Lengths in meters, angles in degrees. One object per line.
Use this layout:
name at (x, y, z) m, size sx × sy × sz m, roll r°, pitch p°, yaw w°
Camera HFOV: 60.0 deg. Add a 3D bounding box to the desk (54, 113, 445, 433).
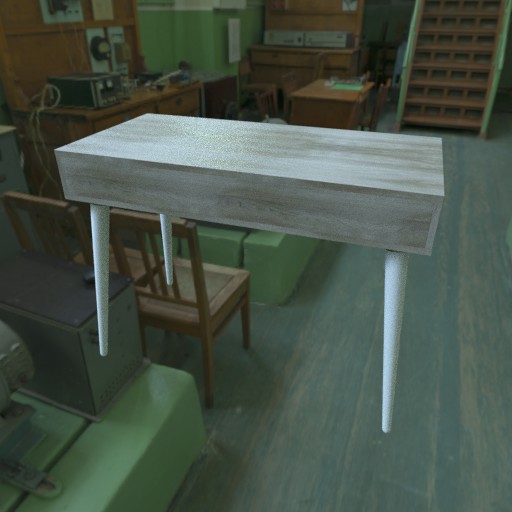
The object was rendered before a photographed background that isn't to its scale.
desk at (0.000, 0.000, 1.416) m, size 0.979 × 0.723 × 0.491 m, roll 10°, pitch 31°, yaw 17°
